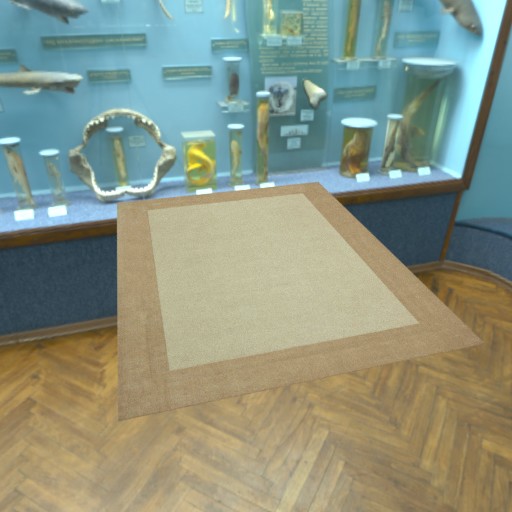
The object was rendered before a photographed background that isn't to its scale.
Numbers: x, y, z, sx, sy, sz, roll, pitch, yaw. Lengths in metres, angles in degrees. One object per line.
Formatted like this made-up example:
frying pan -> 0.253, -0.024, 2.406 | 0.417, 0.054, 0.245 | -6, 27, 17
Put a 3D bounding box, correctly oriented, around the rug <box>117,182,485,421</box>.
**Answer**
rug -> 0.000, 0.000, 4.031 | 2.438, 0.014, 3.048 | -8, 32, -13
